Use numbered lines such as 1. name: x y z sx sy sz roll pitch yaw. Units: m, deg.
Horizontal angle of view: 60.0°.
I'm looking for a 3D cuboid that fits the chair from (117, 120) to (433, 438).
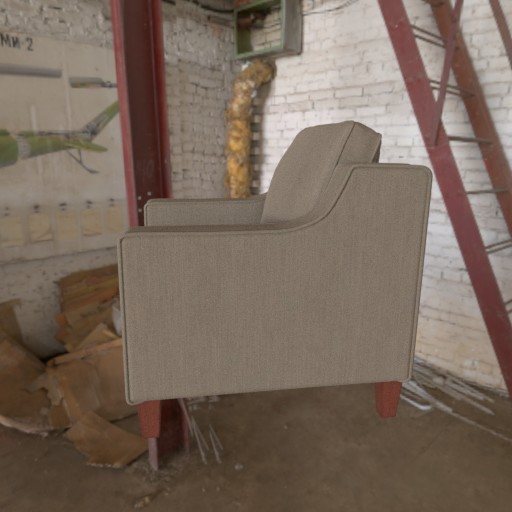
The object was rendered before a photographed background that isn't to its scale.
1. chair: 0.000 0.000 1.678 0.909 0.960 0.831 -2 14 -8
